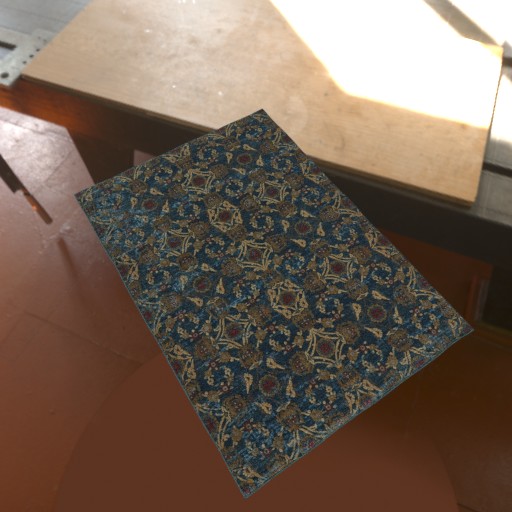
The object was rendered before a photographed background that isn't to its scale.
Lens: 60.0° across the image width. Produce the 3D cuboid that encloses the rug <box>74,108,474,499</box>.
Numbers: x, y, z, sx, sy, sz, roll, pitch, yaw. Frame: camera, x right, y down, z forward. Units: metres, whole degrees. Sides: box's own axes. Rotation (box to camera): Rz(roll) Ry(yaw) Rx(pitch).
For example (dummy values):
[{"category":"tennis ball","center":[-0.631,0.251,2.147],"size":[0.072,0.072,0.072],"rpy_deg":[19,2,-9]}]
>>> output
[{"category":"rug","center":[0.000,0.000,4.190],"size":[2.337,0.013,3.291],"rpy_deg":[-29,64,-16]}]
